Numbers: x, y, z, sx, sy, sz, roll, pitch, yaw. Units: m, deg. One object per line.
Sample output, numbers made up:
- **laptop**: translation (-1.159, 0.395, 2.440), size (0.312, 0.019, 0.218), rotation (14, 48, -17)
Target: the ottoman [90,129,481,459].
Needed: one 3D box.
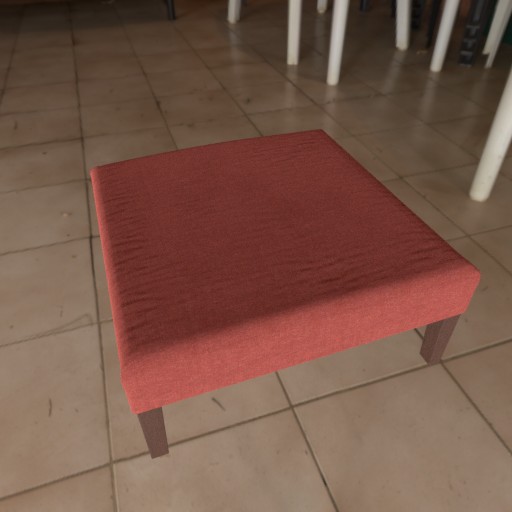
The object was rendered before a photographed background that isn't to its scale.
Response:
- **ottoman**: translation (0.000, 0.000, 1.409), size (0.890, 0.411, 0.889), rotation (-13, 42, -15)
